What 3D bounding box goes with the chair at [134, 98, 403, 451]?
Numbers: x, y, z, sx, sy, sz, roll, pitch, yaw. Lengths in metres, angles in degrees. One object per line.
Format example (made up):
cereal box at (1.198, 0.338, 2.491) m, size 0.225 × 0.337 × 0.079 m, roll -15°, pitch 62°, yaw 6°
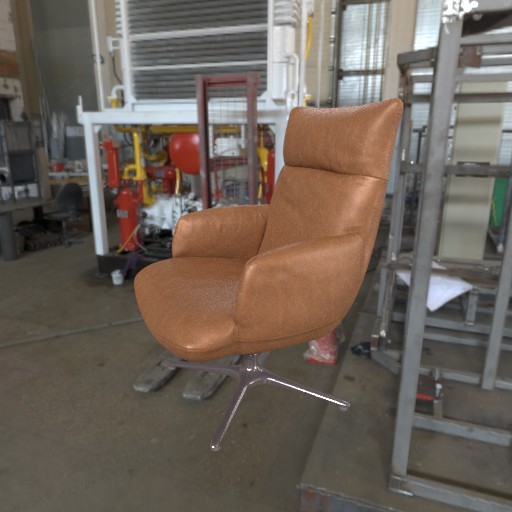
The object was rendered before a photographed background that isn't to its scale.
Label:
chair at (0.000, 0.000, 1.548) m, size 0.794 × 1.027 × 0.711 m, roll -7°, pitch 18°, yaw -24°
